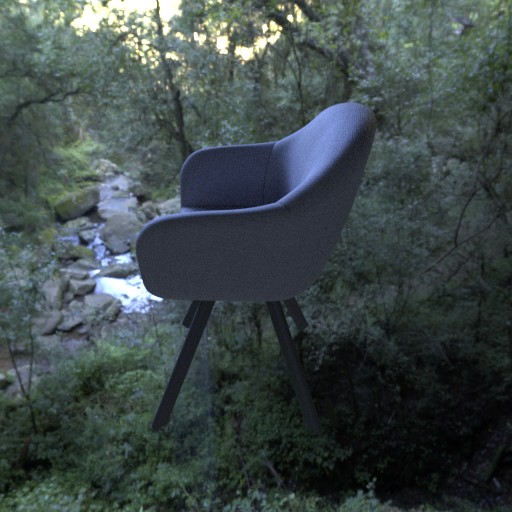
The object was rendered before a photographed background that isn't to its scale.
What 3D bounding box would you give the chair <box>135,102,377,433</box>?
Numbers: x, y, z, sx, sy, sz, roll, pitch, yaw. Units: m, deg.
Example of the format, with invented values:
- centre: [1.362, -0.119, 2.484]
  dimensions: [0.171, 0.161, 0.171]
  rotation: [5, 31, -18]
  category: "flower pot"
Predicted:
- centre: [0.000, 0.000, 1.212]
  dimensions: [0.550, 0.795, 0.590]
  rotation: [1, 27, 1]
  category: "chair"
